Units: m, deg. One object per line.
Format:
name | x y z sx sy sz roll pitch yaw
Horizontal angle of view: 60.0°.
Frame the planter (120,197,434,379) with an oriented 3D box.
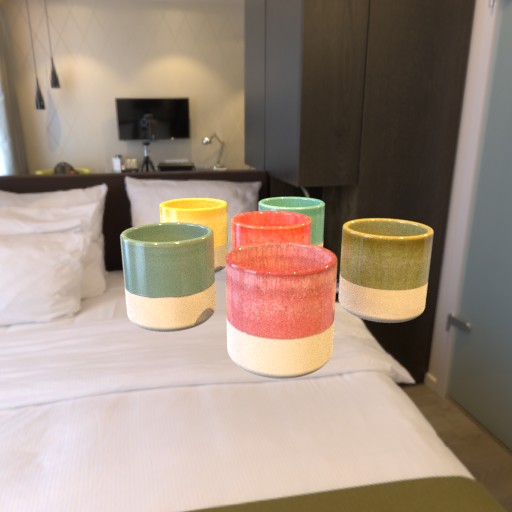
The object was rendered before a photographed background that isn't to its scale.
planter | 0.000 0.000 0.428 0.257 0.075 0.286 -15 22 -41
